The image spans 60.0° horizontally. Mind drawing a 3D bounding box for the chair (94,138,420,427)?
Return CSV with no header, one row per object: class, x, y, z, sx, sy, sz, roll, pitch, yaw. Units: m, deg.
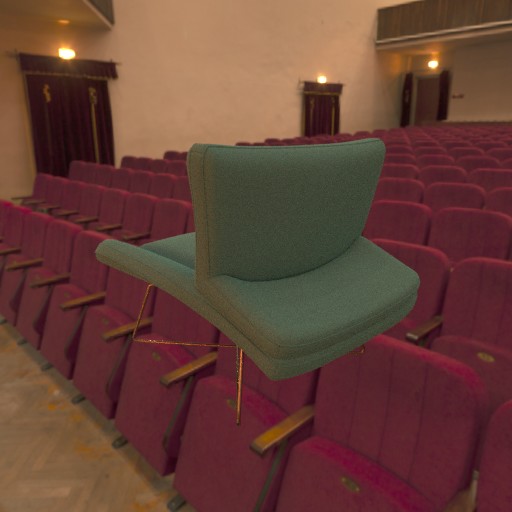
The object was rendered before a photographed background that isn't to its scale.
chair,0.000,0.000,1.674,0.859,0.855,1.008,-15,22,-41
